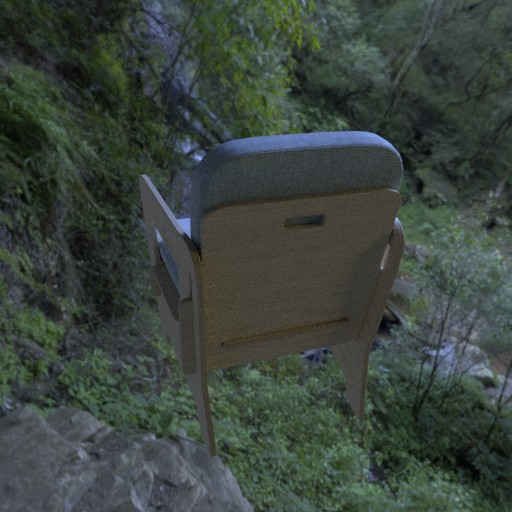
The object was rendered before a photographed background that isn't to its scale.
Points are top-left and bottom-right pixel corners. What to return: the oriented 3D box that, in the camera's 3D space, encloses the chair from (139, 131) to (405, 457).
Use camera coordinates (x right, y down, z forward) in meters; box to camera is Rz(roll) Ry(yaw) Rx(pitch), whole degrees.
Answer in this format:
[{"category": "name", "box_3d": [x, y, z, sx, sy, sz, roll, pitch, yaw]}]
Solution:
[{"category": "chair", "box_3d": [0.000, 0.000, 1.276, 0.590, 0.800, 0.710, -8, 27, -15]}]
